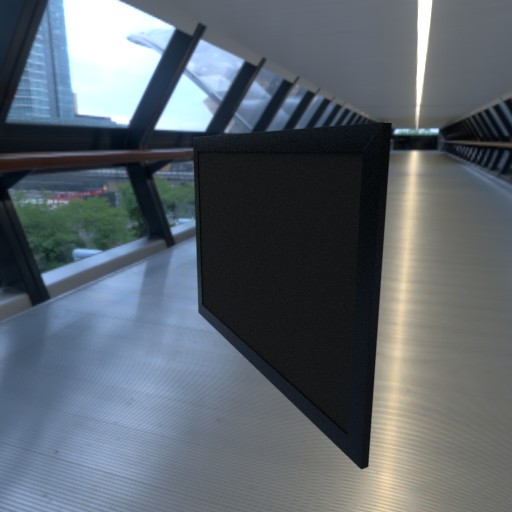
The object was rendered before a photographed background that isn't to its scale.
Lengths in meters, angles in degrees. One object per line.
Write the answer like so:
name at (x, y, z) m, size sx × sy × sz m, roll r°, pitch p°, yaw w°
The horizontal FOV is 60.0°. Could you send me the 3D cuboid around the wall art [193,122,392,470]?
wall art at (0.000, 0.000, 0.832) m, size 0.013 × 0.447 × 0.660 m, roll -7°, pitch 15°, yaw -26°
